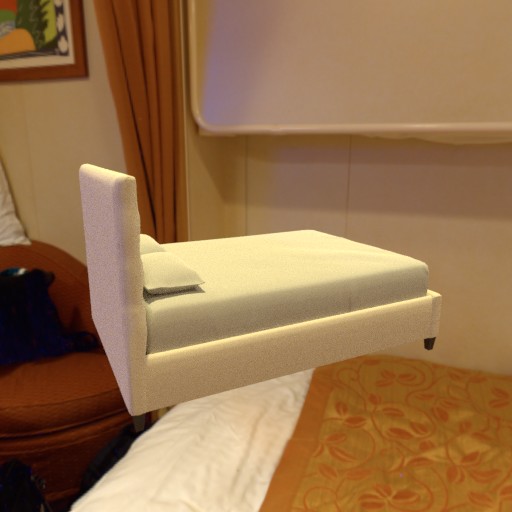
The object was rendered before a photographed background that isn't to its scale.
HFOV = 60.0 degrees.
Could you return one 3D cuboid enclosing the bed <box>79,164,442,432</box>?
[{"bbox_3d":[0.000,0.000,3.543,2.387,1.427,1.698,-7,15,-26],"label":"bed"}]
